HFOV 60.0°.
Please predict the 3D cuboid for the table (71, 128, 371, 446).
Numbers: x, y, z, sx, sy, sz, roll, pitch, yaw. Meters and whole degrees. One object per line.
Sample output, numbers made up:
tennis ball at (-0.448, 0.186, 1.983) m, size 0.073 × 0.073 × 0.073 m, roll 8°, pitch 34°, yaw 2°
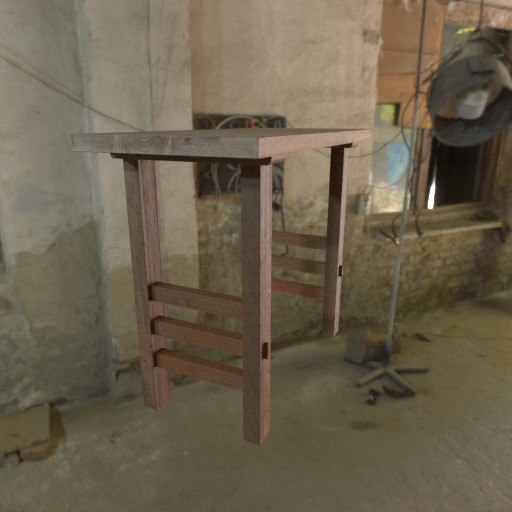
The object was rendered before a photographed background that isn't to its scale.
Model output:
table at (0.000, 0.000, 1.680) m, size 0.556 × 0.914 × 1.119 m, roll 8°, pitch 19°, yaw 25°
